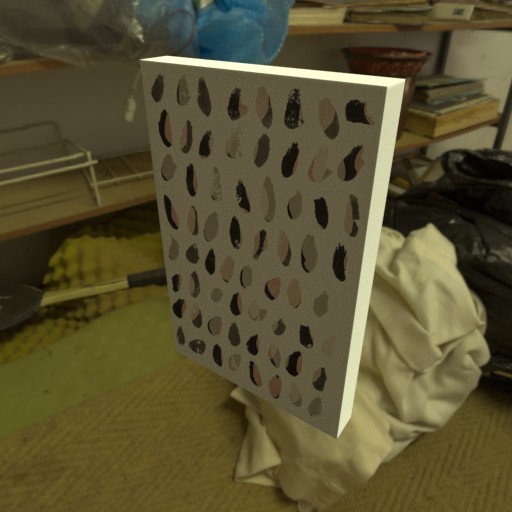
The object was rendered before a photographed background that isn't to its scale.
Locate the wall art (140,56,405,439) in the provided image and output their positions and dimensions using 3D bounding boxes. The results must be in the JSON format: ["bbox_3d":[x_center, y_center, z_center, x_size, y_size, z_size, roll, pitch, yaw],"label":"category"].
[{"bbox_3d":[0.000,0.000,0.484,0.252,0.381,0.039,20,36,30],"label":"wall art"}]
